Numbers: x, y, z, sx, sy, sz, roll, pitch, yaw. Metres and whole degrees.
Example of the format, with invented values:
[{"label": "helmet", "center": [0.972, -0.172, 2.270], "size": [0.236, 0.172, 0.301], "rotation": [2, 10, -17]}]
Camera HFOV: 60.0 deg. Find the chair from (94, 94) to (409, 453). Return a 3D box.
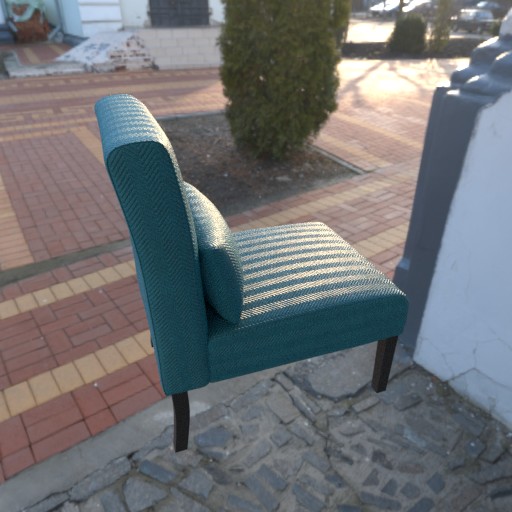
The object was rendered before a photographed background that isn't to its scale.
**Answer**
[{"label": "chair", "center": [0.000, 0.000, 1.397], "size": [0.808, 0.927, 0.579], "rotation": [-10, 31, -17]}]
